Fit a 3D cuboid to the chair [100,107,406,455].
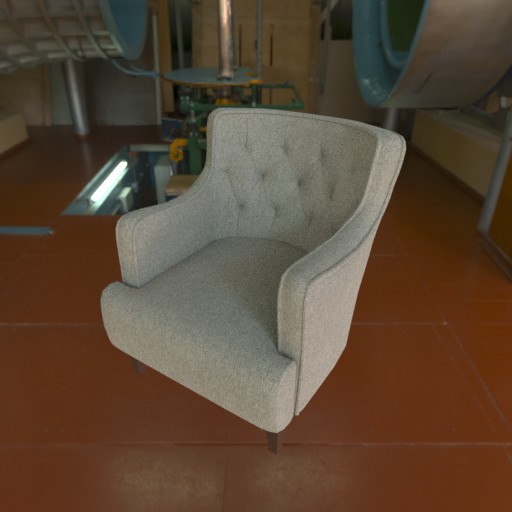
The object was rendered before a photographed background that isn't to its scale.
[{"bbox_3d":[0.000,0.000,1.654,0.820,0.920,0.910,19,35,29],"label":"chair"}]
